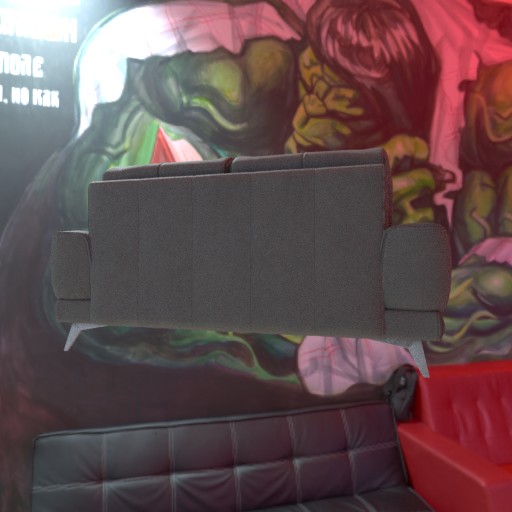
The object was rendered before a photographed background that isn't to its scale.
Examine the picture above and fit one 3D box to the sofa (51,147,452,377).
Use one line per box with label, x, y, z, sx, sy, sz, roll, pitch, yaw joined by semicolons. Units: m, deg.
sofa;0.000;0.000;2.328;1.806;0.907;1.018;0;0;17
